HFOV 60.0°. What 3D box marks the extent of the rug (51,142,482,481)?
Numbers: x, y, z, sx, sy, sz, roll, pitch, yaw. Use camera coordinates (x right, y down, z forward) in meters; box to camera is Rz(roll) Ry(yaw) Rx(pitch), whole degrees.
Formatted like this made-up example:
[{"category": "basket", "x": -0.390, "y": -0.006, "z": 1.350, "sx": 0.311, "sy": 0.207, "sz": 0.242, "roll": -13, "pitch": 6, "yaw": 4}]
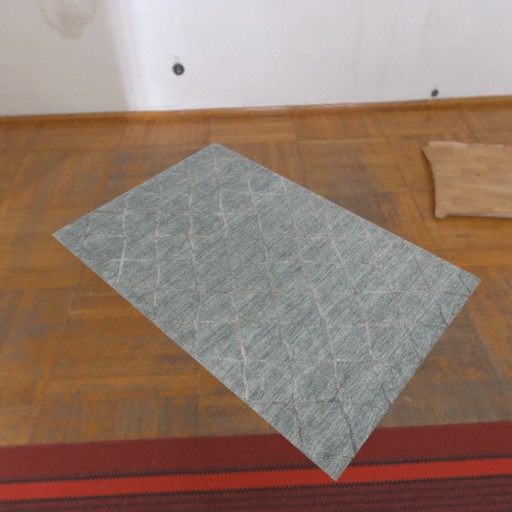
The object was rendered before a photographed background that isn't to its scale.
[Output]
[{"category": "rug", "x": 0.000, "y": 0.000, "z": 2.802, "sx": 2.283, "sy": 0.006, "sz": 1.521, "roll": 33, "pitch": 54, "yaw": 28}]
